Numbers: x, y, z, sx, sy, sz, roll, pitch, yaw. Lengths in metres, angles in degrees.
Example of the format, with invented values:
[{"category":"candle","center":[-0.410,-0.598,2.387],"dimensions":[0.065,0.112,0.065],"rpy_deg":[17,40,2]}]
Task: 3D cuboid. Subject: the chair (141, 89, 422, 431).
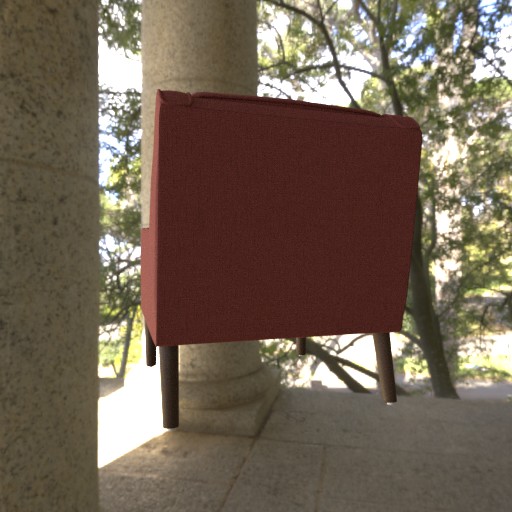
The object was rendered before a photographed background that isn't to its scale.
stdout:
[{"category":"chair","center":[0.000,0.000,1.401],"dimensions":[0.680,0.812,0.770],"rpy_deg":[0,0,-18]}]
